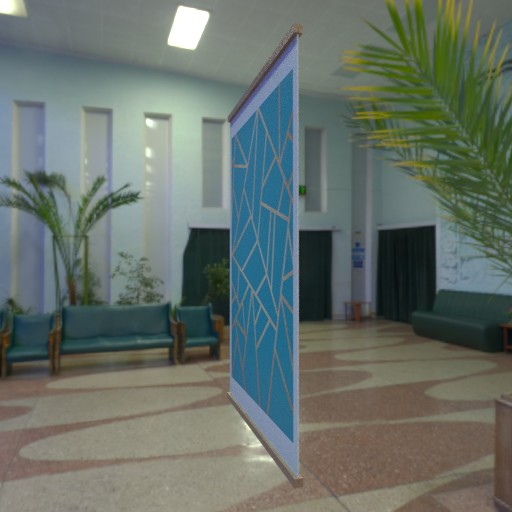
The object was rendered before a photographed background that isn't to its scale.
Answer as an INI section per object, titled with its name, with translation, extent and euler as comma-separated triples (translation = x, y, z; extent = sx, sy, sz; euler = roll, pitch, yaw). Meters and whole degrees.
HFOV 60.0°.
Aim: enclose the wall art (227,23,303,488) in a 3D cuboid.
[wall art]
translation = 0.000, 0.000, 1.926
extent = 0.030, 1.519, 0.990
euler = 0, -1, -16
